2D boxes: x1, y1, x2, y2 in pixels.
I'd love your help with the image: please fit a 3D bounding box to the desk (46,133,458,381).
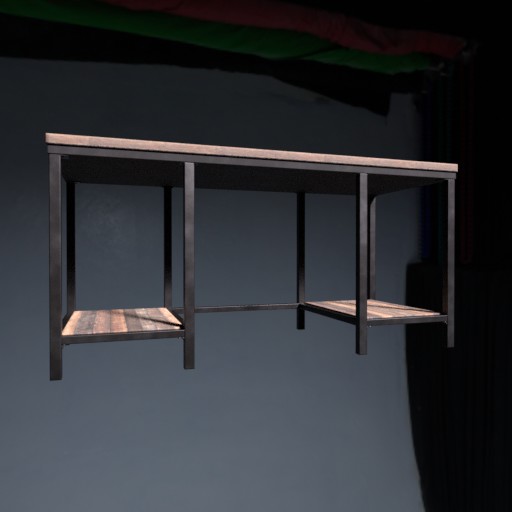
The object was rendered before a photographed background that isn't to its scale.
[{"bbox_3d":[0.000,0.000,1.875,1.538,0.753,0.617,0,1,-18],"label":"desk"}]
